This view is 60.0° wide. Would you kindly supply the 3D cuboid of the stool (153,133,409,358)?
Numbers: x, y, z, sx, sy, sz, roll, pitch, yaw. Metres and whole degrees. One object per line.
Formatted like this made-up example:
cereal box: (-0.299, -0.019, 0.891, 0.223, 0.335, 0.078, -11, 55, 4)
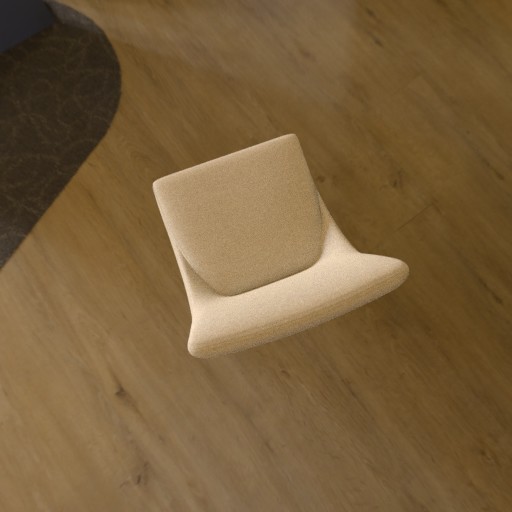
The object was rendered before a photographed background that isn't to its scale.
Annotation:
stool: (0.000, 0.000, 1.400, 0.470, 1.092, 0.559, -20, 78, -5)
